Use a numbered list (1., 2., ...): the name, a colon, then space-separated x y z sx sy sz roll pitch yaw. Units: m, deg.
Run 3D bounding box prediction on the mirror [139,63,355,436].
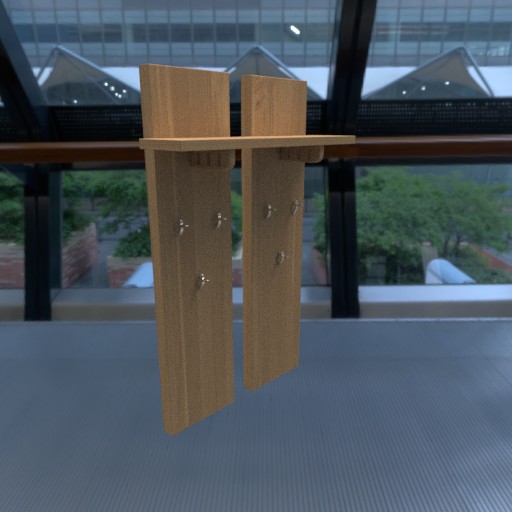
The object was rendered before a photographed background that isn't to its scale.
1. mirror: 0.000 0.000 1.617 0.800 1.250 0.260 -15 22 -42
